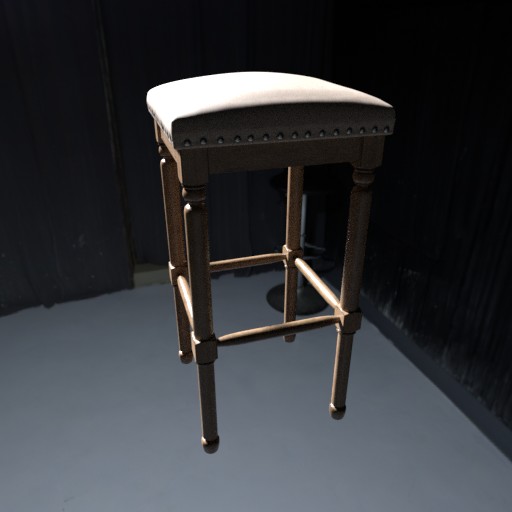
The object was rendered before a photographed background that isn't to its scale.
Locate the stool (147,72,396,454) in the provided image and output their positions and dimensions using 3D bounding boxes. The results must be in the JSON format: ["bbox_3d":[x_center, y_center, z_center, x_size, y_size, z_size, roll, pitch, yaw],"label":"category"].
[{"bbox_3d":[0.000,0.000,1.003,0.383,0.768,0.382,-8,28,-16],"label":"stool"}]
